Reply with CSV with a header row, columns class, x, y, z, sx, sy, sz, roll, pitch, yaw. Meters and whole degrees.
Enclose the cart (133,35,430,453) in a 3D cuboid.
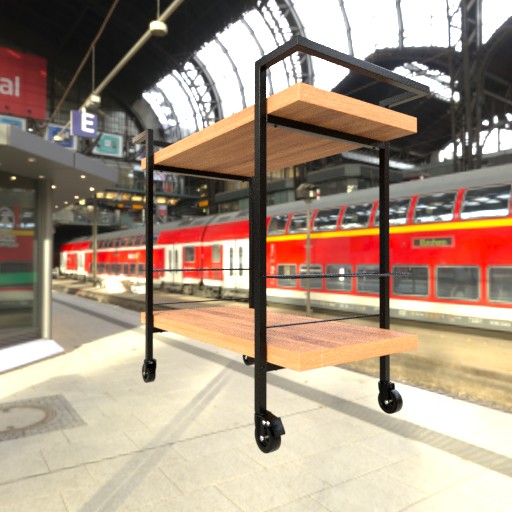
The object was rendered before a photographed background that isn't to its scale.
class,x,y,z,sx,sy,sz,roll,pitch,yaw
cart,0.000,0.000,1.211,0.406,0.762,0.806,0,-1,-36
